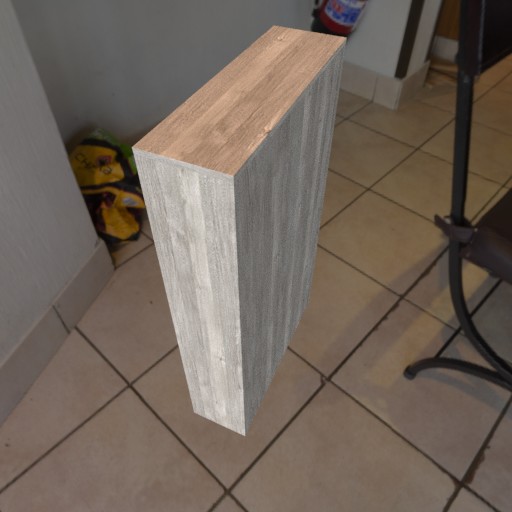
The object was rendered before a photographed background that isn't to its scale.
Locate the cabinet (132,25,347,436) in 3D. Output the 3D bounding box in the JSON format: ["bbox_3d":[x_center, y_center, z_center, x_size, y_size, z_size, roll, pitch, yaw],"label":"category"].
[{"bbox_3d":[0.000,0.000,1.585,0.250,1.280,0.750,18,49,17],"label":"cabinet"}]
